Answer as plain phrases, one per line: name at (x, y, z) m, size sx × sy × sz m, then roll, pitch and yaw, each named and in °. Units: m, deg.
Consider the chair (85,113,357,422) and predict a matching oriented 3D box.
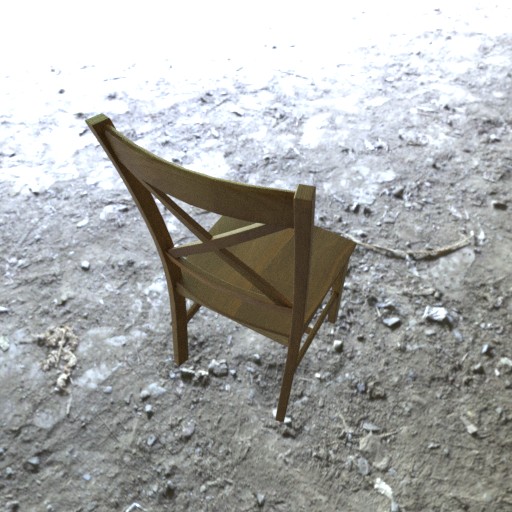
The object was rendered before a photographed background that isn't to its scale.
chair at (0.000, 0.000, 1.285) m, size 0.485 × 0.983 × 0.542 m, roll 23°, pitch 51°, yaw 20°
